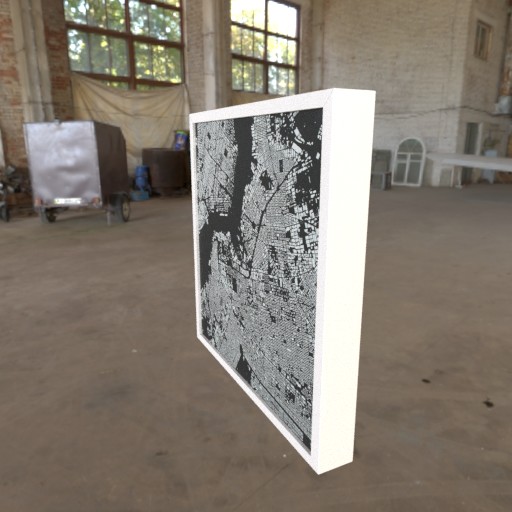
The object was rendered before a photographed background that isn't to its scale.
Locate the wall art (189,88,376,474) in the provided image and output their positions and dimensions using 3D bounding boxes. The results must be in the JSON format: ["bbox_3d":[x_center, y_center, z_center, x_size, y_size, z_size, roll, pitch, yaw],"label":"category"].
[{"bbox_3d":[0.000,0.000,0.474,0.037,0.305,0.305,-7,16,-26],"label":"wall art"}]
